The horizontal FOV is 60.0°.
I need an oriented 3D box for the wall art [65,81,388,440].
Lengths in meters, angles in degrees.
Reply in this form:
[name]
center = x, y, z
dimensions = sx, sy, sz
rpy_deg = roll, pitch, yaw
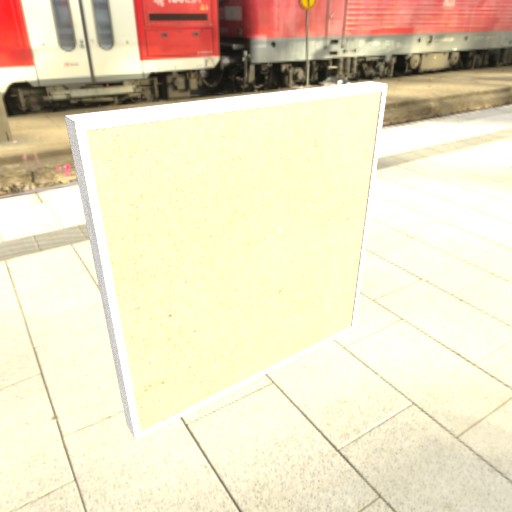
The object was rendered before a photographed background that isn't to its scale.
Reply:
[wall art]
center = 0.000, 0.000, 0.742
dimensions = 0.508, 0.508, 0.038
rpy_deg = -19, 34, -30
